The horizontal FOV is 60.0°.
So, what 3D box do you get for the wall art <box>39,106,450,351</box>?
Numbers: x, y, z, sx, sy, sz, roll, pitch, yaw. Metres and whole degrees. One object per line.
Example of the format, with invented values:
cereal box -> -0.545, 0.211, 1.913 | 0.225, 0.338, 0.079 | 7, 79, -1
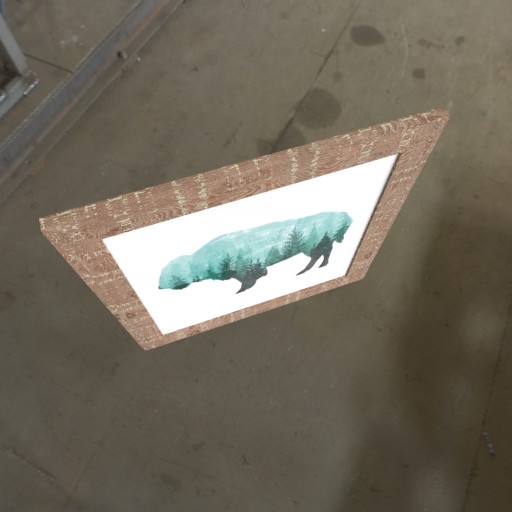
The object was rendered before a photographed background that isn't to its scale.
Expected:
wall art -> 0.000, 0.000, 0.565 | 0.380, 0.380, 0.022 | -17, 65, -8
